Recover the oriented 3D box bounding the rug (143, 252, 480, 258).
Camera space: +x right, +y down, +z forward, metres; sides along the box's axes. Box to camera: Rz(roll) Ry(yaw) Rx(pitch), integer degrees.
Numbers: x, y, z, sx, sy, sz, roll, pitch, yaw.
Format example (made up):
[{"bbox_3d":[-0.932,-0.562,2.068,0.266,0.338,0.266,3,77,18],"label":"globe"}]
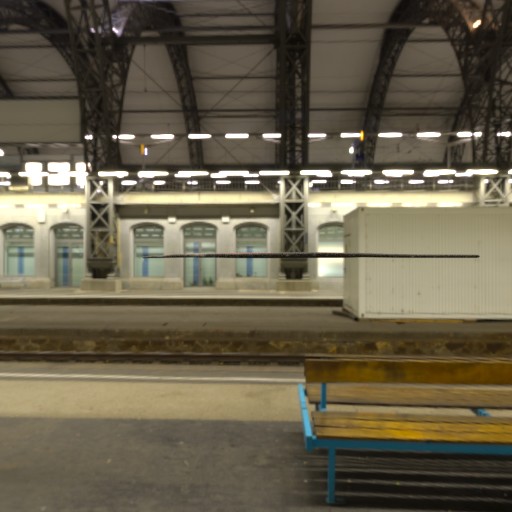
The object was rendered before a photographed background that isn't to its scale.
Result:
[{"bbox_3d":[0.000,0.000,3.586,1.522,0.034,3.032,0,0,-19],"label":"rug"}]
